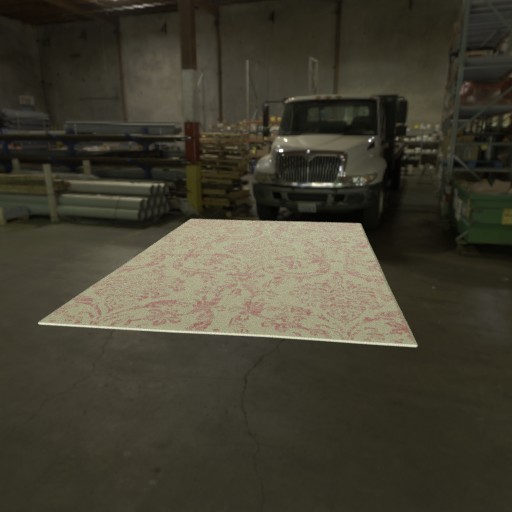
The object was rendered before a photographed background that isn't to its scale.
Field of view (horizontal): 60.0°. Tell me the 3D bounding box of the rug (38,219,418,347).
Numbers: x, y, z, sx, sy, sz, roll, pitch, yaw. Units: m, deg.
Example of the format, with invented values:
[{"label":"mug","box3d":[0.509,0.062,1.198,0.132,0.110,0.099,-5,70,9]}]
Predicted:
[{"label":"rug","box3d":[0.000,0.000,2.271,1.219,0.012,1.839,2,16,7]}]
